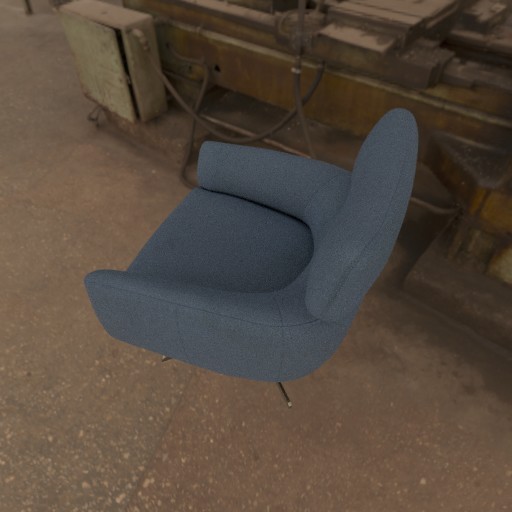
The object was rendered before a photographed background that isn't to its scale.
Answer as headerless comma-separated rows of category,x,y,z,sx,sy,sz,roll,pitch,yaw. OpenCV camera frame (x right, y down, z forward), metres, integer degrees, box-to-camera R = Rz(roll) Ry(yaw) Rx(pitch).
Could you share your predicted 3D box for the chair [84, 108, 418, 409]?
chair,0.000,0.000,1.356,0.761,0.813,0.738,16,48,15
